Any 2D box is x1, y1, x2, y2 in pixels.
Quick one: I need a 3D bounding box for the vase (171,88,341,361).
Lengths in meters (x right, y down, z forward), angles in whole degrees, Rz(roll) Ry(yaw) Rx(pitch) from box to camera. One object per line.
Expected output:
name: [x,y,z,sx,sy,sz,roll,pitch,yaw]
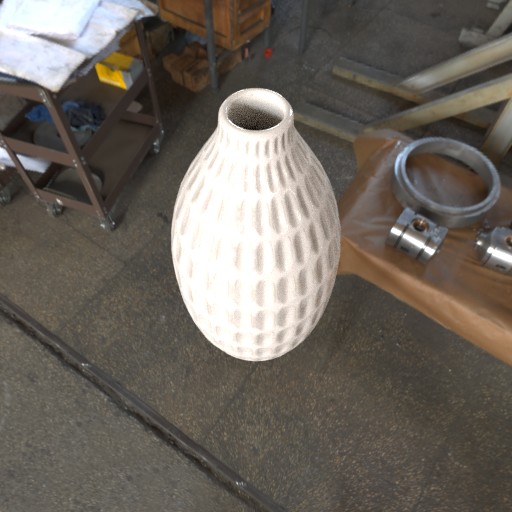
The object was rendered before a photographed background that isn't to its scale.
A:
vase: [0.000,0.000,0.347,0.127,0.282,0.127,0,58,0]
